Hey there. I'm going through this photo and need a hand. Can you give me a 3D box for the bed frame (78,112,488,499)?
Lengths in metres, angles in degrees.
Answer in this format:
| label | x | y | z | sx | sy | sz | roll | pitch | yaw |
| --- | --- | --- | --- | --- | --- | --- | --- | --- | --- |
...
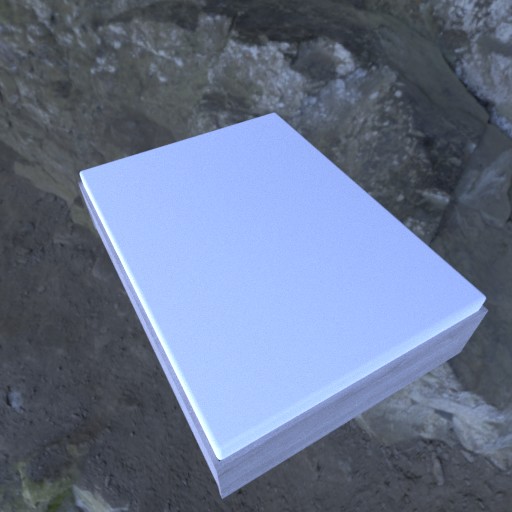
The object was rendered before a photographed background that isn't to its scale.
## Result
| label | x | y | z | sx | sy | sz | roll | pitch | yaw |
| --- | --- | --- | --- | --- | --- | --- | --- | --- | --- |
| bed frame | 0.000 | 0.000 | 2.554 | 1.448 | 0.490 | 1.944 | -23 | 52 | -19 |
